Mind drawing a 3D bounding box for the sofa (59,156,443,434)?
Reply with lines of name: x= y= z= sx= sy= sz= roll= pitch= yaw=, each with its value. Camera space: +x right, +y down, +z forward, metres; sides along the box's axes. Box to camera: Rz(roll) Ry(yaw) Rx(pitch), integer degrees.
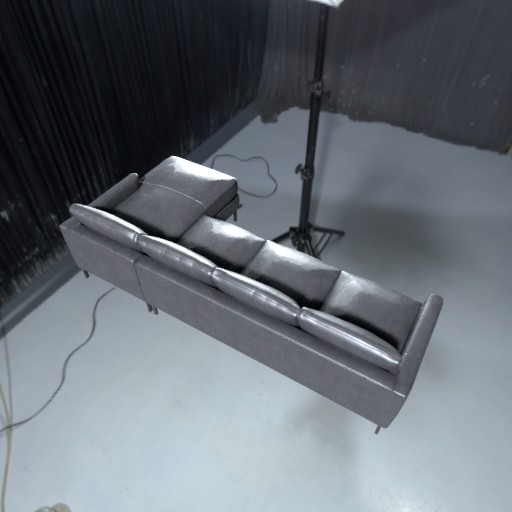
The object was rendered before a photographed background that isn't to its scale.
sofa: x=0.000 y=0.000 z=3.765 sx=2.993 sy=0.859 sz=1.471 roll=23 pitch=51 yaw=21
